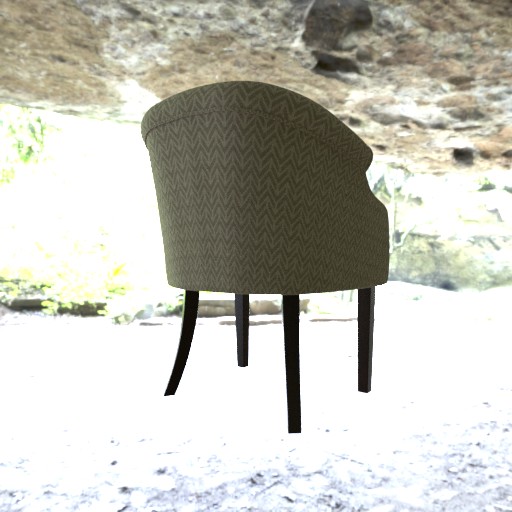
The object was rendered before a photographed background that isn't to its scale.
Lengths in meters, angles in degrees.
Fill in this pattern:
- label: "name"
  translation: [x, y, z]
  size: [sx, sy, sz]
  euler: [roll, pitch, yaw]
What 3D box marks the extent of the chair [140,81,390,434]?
- label: "chair"
  translation: [0.000, 0.000, 1.344]
  size: [0.686, 0.858, 0.613]
  euler: [1, 1, 37]
